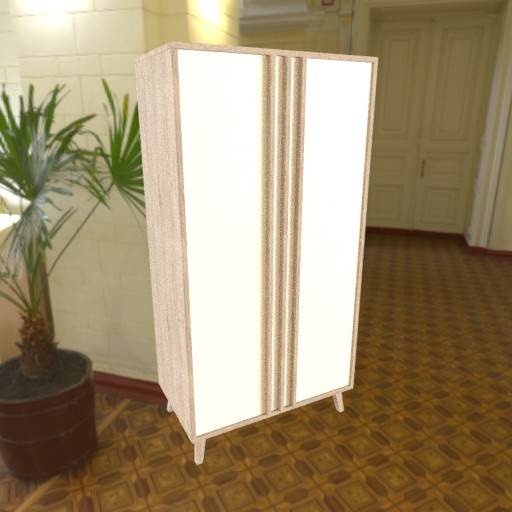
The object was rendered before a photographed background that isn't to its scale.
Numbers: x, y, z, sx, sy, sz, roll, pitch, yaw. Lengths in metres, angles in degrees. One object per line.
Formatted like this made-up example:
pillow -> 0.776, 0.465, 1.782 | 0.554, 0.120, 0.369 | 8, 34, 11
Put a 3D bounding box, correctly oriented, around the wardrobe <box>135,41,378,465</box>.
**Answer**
wardrobe -> 0.000, 0.000, 2.384 | 1.000, 1.960, 0.600 | -9, 19, -26
